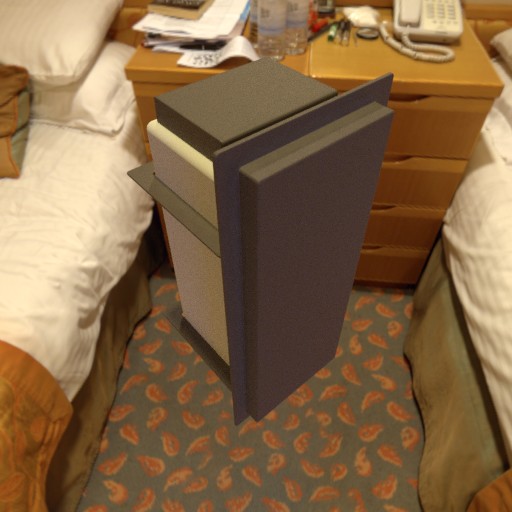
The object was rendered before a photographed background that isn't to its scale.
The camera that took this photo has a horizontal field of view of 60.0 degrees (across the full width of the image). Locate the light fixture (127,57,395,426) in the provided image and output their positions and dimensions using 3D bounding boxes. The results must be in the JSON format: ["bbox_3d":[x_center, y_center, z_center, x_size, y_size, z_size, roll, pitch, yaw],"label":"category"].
[{"bbox_3d":[0.000,0.000,0.422,0.153,0.347,0.146,-32,54,-27],"label":"light fixture"}]
